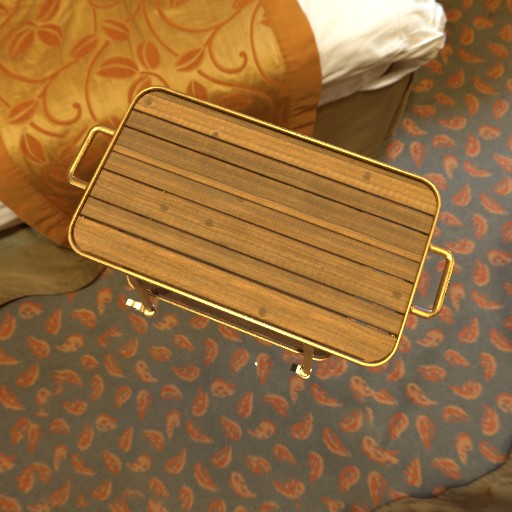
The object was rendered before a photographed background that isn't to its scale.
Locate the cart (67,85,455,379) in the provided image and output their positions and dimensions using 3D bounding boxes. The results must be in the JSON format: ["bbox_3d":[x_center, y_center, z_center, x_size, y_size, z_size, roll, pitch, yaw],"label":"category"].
[{"bbox_3d":[0.000,0.000,1.236,0.806,0.700,0.524,21,77,5],"label":"cart"}]
